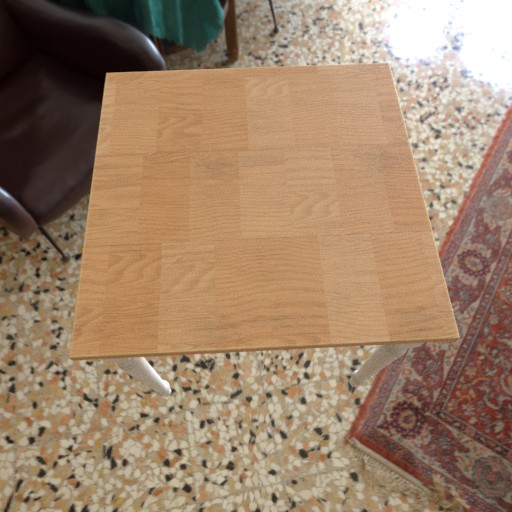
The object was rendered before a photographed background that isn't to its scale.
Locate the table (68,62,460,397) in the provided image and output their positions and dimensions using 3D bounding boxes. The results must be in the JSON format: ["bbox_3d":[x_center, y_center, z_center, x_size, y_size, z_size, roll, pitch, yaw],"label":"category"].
[{"bbox_3d":[0.000,0.000,1.337,0.747,0.738,0.747,-3,64,-1],"label":"table"}]
